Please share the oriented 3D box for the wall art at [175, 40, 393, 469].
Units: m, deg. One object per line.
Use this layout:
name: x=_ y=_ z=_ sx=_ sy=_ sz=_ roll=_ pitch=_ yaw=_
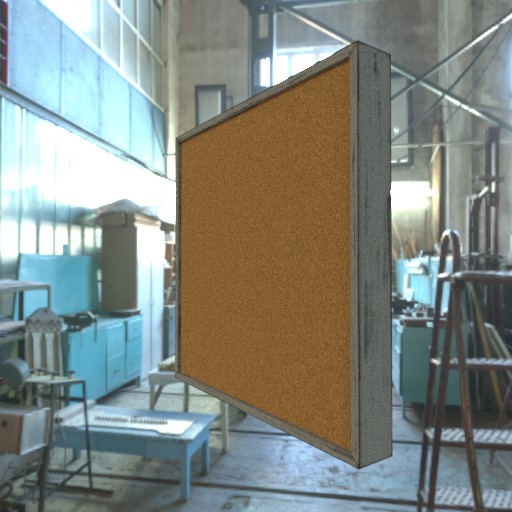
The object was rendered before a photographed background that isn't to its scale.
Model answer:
wall art: x=0.000 y=0.000 z=0.447 sx=0.036 sy=0.303 sz=0.303 roll=1 pitch=-1 yaw=-35
